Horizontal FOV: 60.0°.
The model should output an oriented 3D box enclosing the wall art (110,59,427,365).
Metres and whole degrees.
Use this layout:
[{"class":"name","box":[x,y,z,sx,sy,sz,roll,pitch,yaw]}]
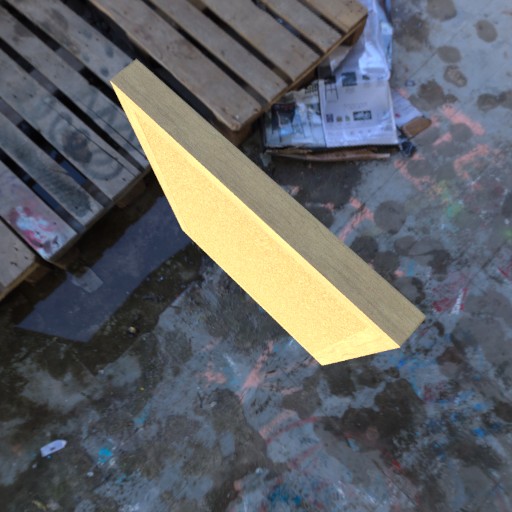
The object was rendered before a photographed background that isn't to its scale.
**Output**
[{"class":"wall art","box":[0.000,0.000,0.525,0.312,0.380,0.030,43,79,11]}]
